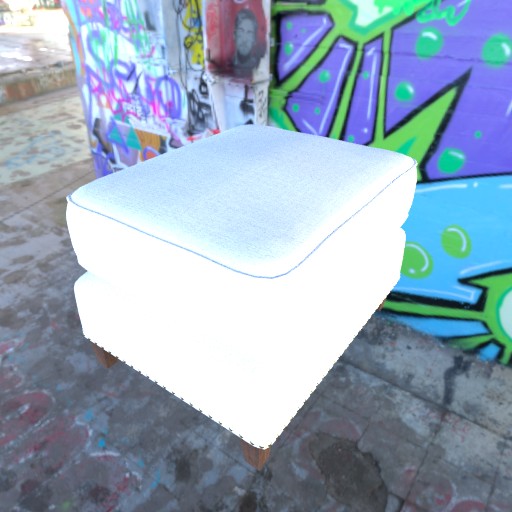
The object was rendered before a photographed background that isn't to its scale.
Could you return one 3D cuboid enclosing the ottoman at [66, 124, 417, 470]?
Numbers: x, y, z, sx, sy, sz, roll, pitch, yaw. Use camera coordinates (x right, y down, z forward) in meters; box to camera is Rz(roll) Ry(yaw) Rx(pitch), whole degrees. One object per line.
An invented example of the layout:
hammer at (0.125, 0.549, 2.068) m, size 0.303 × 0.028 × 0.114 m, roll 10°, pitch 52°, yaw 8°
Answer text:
ottoman at (0.000, 0.000, 1.161) m, size 0.589 × 0.537 × 0.738 m, roll 21°, pitch 38°, yaw 30°
